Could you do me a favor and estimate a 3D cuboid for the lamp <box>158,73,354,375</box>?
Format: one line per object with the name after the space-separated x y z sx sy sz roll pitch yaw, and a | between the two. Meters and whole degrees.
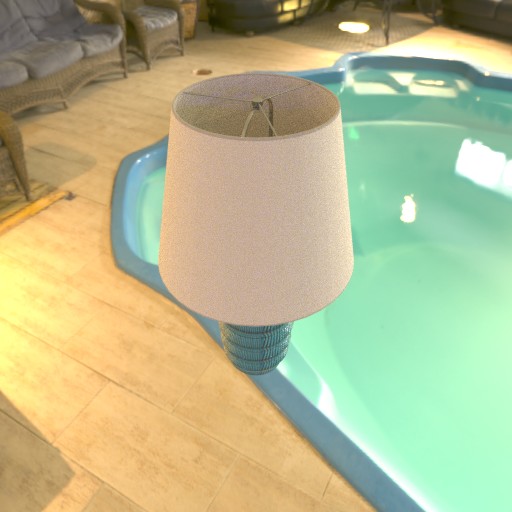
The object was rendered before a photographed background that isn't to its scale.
0.000 0.000 0.821 0.355 0.582 0.355 0 41 0 | lamp
